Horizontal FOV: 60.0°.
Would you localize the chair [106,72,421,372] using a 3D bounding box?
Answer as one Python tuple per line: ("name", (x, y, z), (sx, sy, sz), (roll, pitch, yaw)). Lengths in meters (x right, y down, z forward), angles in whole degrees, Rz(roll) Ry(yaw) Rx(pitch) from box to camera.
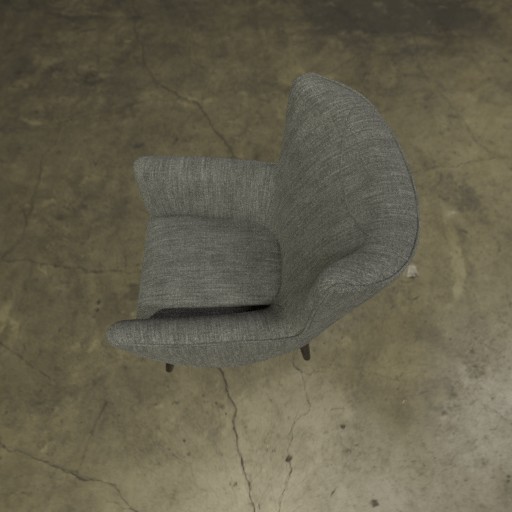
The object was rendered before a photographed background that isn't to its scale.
("chair", (0.000, 0.000, 1.570), (0.888, 0.933, 0.781), (-1, 57, -1))
